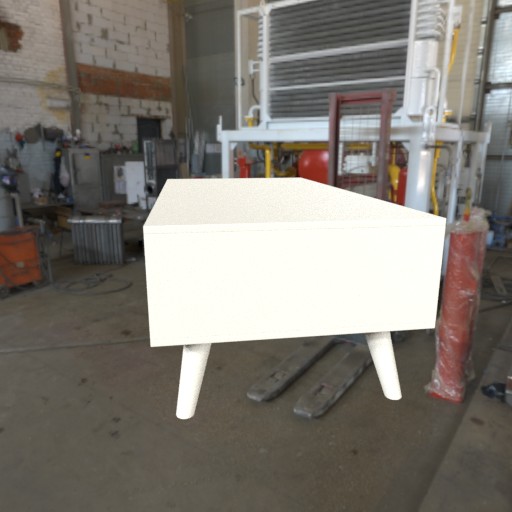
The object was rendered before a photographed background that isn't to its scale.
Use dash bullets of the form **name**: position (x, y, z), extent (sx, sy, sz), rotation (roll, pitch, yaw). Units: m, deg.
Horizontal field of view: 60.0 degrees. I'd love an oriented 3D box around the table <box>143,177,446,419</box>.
- **table**: position (0.000, 0.000, 1.492), extent (0.609, 0.432, 1.194), rotation (-2, 14, -9)
